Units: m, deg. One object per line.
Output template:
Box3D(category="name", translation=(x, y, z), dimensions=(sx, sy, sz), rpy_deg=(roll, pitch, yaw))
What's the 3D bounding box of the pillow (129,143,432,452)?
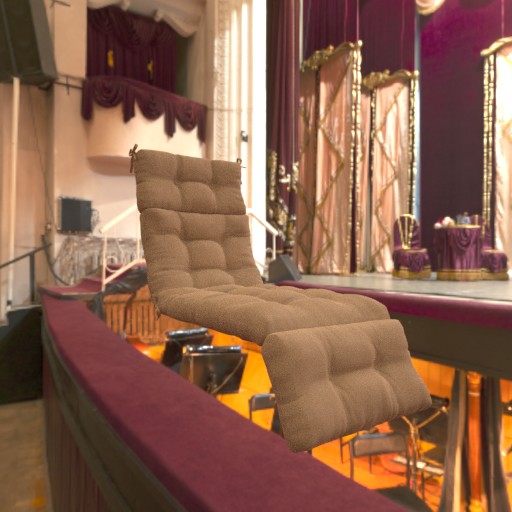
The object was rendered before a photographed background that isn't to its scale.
Box3D(category="pillow", translation=(0.000, 0.000, 1.474), dimensions=(0.526, 0.863, 1.016), rpy_deg=(0, 0, -36))
